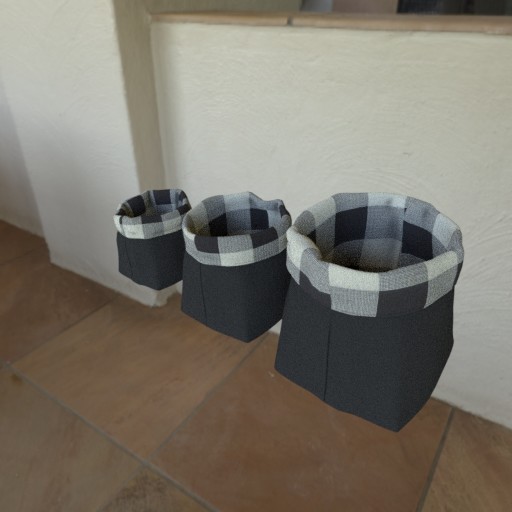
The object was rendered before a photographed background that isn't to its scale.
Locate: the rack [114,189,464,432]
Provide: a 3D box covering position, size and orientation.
[{"bbox_3d":[0.000,0.000,1.038,0.889,0.329,0.370,20,36,31],"label":"rack"}]
